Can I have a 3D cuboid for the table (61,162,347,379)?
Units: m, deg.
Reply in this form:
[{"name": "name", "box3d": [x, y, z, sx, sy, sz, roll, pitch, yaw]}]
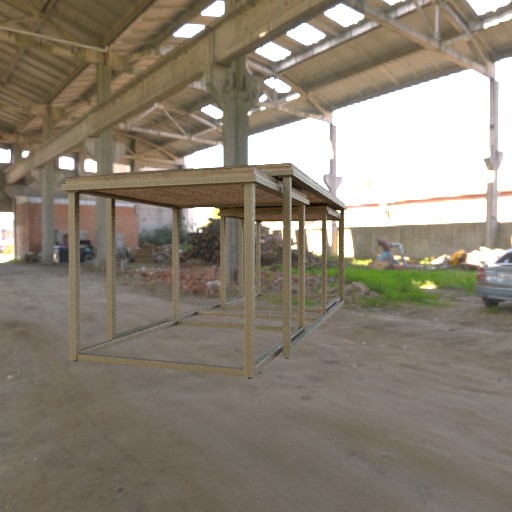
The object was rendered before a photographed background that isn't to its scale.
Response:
[{"name": "table", "box3d": [0.000, 0.000, 1.491, 0.489, 0.427, 1.312, 0, 1, 18]}]
